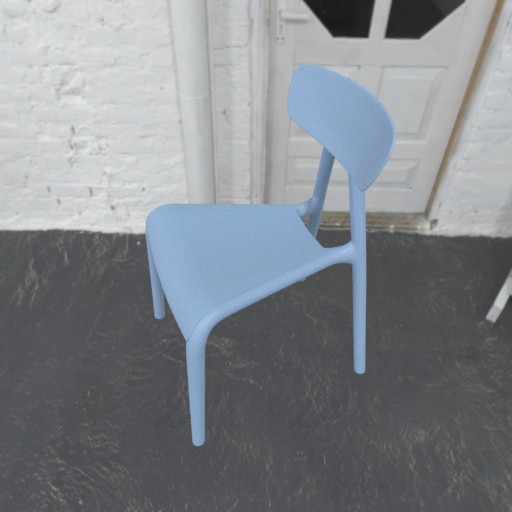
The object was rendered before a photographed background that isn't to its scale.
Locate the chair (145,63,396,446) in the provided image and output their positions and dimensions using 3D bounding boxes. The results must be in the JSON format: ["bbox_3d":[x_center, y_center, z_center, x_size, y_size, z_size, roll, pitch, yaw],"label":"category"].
[{"bbox_3d":[0.000,0.000,0.831,0.401,0.580,0.356,-16,47,-15],"label":"chair"}]
